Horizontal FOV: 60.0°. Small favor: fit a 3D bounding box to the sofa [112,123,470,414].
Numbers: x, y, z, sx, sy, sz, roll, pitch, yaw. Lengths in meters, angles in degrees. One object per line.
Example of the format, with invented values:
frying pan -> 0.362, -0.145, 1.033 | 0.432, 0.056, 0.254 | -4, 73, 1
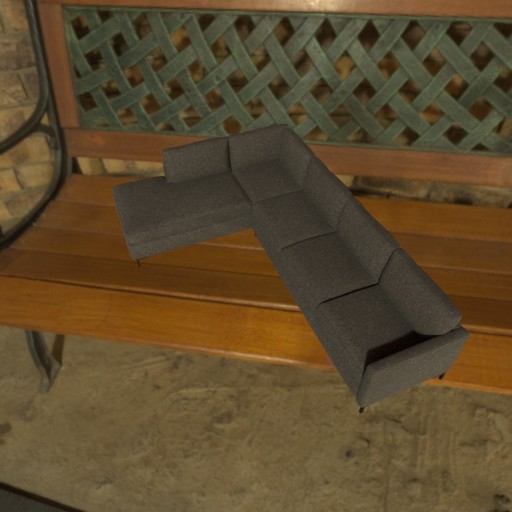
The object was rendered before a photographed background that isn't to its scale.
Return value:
sofa -> 0.000, 0.000, 3.844 | 2.007, 0.815, 2.949 | -17, 48, -16
